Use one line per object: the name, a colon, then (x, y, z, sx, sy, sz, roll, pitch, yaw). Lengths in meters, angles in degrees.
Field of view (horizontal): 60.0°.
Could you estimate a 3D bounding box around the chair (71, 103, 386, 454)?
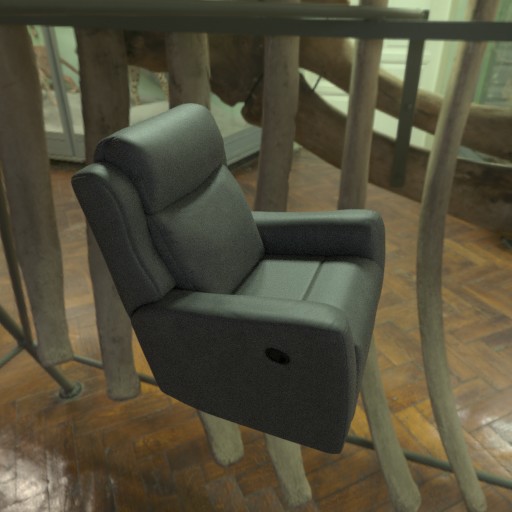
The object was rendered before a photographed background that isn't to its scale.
chair: (0.000, 0.000, 1.922, 1.068, 1.116, 0.965, 11, 32, 18)
